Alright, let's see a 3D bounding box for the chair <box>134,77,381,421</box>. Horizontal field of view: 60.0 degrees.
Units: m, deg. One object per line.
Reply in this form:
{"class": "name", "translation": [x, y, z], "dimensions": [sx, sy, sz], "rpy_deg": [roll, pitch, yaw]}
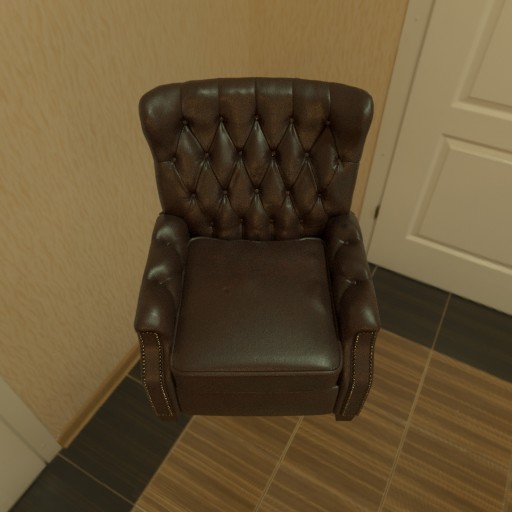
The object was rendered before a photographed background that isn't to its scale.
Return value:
{"class": "chair", "translation": [0.000, 0.000, 1.464], "dimensions": [0.709, 0.864, 0.823], "rpy_deg": [0, 47, 0]}
